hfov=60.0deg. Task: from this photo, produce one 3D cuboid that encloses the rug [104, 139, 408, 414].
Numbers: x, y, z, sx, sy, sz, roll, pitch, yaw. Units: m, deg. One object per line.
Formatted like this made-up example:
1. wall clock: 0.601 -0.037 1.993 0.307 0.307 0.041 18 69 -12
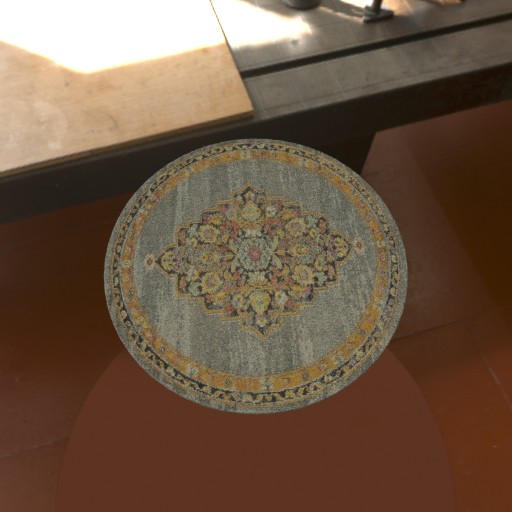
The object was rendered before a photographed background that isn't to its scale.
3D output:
1. rug: 0.000 0.000 2.359 1.598 0.010 1.598 0 64 0
